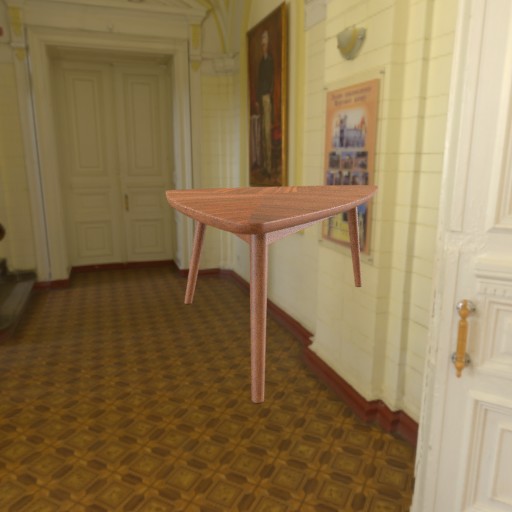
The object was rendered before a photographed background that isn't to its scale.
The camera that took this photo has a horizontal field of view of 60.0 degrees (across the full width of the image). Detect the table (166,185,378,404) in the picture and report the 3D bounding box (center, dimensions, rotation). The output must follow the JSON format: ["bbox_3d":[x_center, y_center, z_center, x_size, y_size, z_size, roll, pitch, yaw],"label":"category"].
[{"bbox_3d":[0.000,0.000,1.301,0.601,0.365,1.008,6,14,25],"label":"table"}]
